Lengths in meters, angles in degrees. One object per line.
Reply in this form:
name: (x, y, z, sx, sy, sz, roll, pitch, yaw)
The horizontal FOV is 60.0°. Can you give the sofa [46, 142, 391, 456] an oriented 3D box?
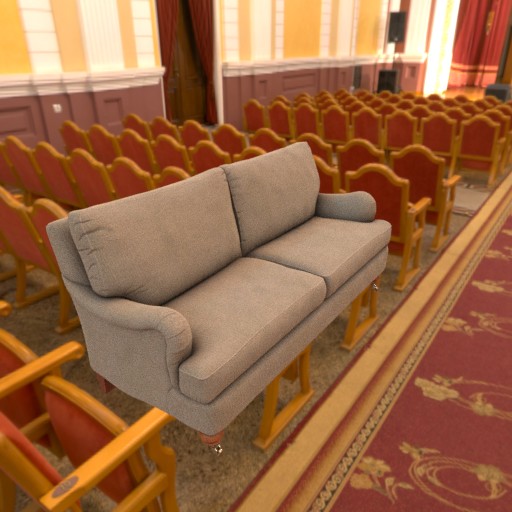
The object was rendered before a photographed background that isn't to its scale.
sofa: (0.000, 0.000, 2.864, 1.069, 1.096, 2.193, 18, 31, 32)
